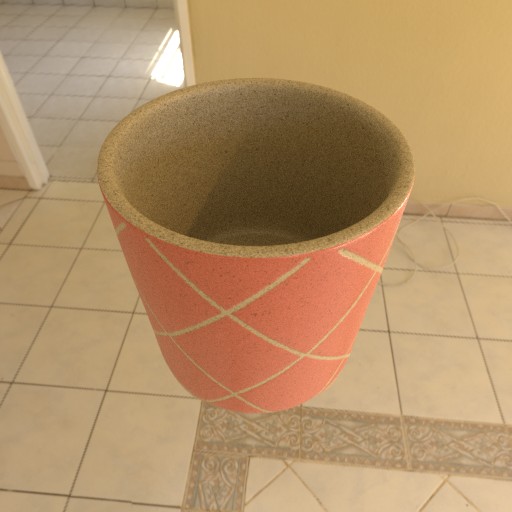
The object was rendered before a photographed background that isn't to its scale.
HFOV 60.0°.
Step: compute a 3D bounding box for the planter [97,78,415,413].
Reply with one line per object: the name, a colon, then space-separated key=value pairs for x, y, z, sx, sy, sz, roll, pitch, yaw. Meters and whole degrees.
planter: x=0.000 y=0.000 z=0.409 sx=0.227 sy=0.235 sz=0.227 roll=0 pitch=46 yaw=0
